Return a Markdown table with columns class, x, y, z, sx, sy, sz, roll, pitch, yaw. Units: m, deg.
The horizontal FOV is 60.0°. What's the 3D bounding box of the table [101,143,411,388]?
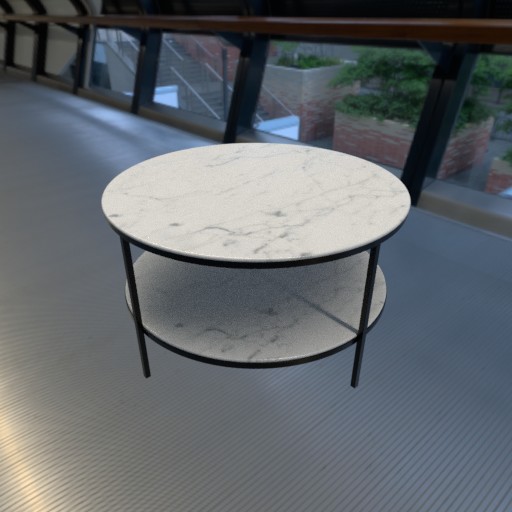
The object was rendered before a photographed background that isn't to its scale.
| class | x | y | z | sx | sy | sz | roll | pitch | yaw |
| --- | --- | --- | --- | --- | --- | --- | --- | --- | --- |
| table | 0.000 | 0.000 | 1.309 | 0.800 | 0.450 | 0.800 | 0 | 30 | 0 |
